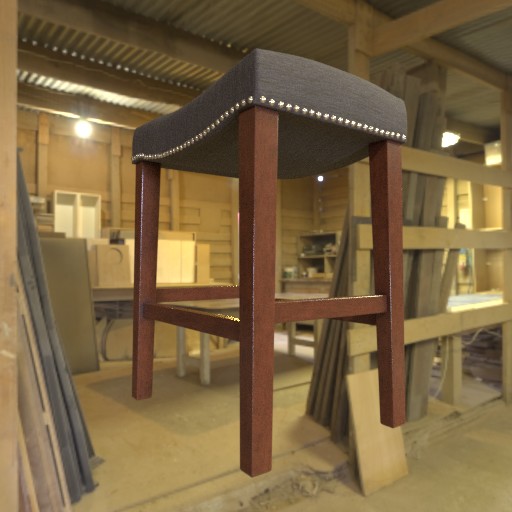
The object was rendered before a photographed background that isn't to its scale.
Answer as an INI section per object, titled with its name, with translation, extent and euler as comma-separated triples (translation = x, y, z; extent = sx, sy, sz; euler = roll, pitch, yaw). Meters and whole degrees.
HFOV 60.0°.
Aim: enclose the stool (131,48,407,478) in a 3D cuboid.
[stool]
translation = 0.000, 0.000, 0.944
extent = 0.372, 0.654, 0.504
euler = 1, -1, -36
